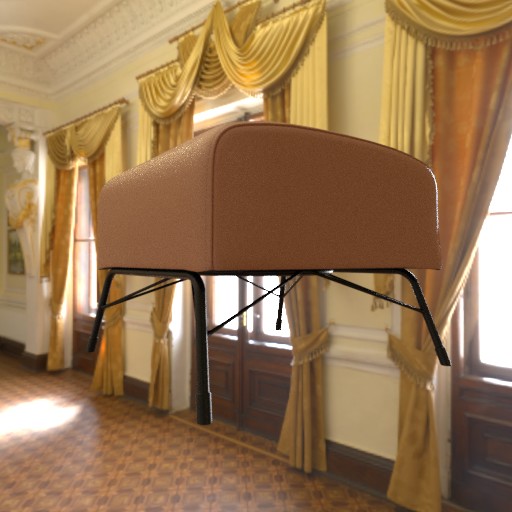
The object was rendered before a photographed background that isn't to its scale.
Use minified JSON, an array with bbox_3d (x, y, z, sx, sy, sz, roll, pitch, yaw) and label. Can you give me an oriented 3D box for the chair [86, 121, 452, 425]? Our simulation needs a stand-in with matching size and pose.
[{"bbox_3d":[0.000,0.000,0.894,0.530,0.410,0.530,0,-1,-35],"label":"chair"}]
